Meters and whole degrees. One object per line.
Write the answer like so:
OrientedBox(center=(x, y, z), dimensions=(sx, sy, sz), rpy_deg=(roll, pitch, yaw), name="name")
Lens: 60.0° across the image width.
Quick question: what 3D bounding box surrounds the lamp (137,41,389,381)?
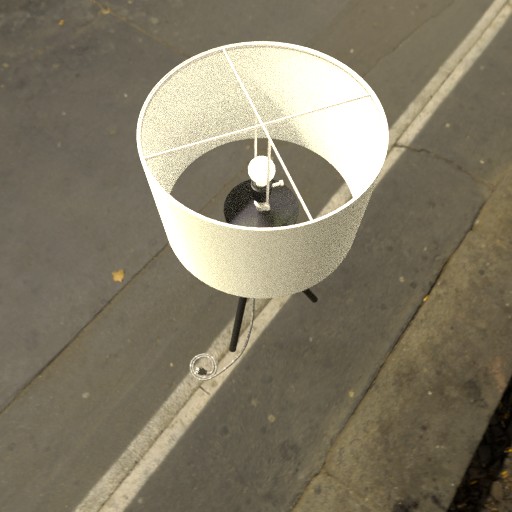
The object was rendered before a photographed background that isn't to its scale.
OrientedBox(center=(0.000, 0.000, 0.908), dimensions=(0.353, 0.674, 0.422), rpy_deg=(14, 63, 7), name="lamp")
